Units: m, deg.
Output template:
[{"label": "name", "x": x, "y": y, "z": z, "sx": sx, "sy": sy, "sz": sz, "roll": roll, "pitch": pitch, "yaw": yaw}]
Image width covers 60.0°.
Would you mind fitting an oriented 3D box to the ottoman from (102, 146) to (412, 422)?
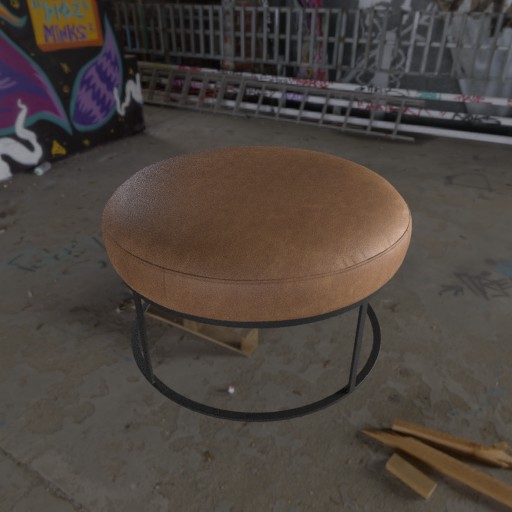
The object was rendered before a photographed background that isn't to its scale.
[{"label": "ottoman", "x": 0.000, "y": 0.000, "z": 1.227, "sx": 0.771, "sy": 0.460, "sz": 0.771, "roll": 0, "pitch": 31, "yaw": 0}]
